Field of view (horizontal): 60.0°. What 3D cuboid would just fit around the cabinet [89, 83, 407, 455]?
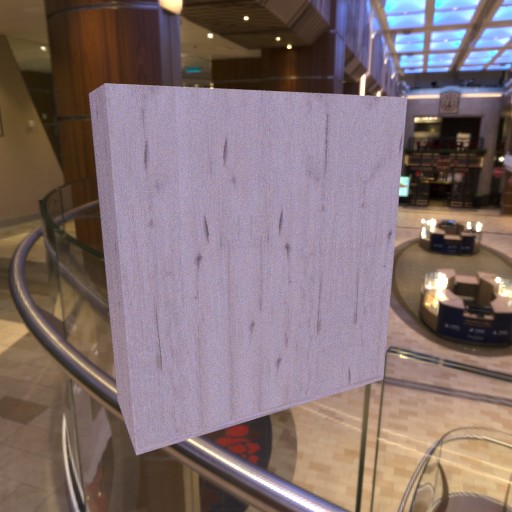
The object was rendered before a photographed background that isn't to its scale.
[{"bbox_3d":[0.000,0.000,3.196,2.000,2.180,0.660,-8,17,-25],"label":"cabinet"}]
